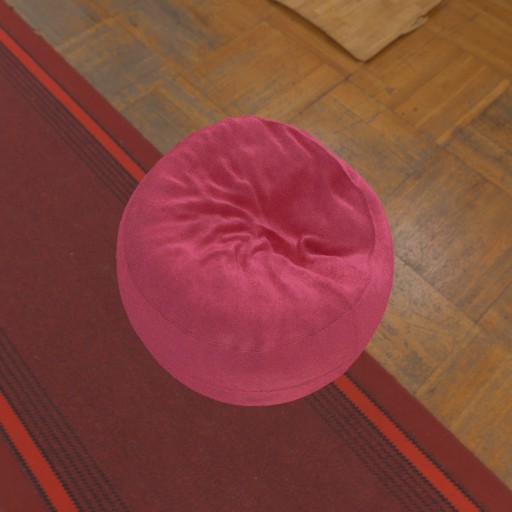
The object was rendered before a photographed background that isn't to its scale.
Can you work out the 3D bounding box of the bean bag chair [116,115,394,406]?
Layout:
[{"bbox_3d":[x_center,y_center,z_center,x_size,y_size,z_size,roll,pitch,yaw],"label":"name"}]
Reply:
[{"bbox_3d":[0.000,0.000,1.971,1.218,0.788,1.218,0,63,0],"label":"bean bag chair"}]
